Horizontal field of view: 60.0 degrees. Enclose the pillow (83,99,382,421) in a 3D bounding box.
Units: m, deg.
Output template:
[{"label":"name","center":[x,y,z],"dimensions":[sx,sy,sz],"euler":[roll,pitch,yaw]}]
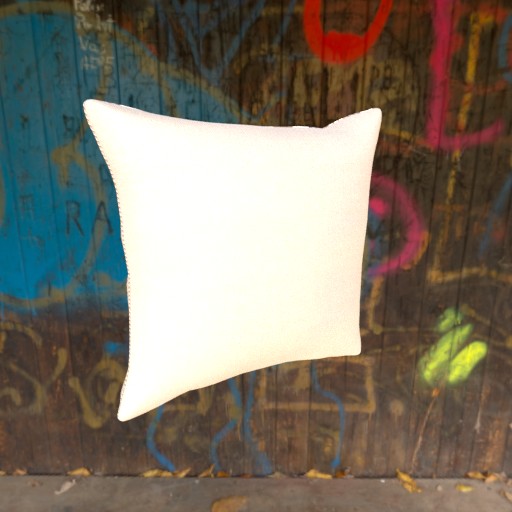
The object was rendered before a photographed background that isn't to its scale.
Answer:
[{"label":"pillow","center":[0.000,0.000,0.617],"dimensions":[0.416,0.401,0.173],"euler":[-8,17,-27]}]
